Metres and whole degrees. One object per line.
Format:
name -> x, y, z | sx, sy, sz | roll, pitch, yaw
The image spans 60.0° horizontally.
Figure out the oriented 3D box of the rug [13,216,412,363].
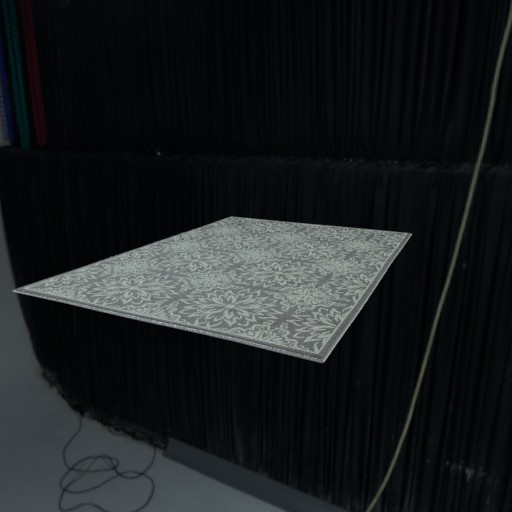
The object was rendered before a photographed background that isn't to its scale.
rug -> 0.000, 0.000, 2.815 | 1.608, 0.014, 2.213 | 8, 17, 25
